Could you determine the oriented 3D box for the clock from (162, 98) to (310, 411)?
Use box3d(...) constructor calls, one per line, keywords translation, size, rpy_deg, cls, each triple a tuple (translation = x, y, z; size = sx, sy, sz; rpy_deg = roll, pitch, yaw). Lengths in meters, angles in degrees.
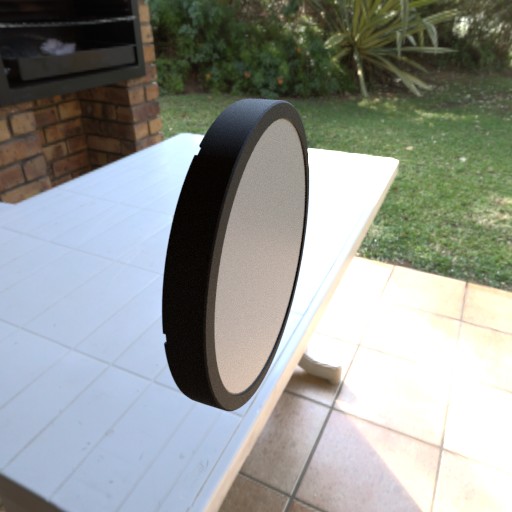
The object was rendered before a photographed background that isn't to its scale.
box3d(translation=(0.000, 0.000, 0.439), size=(0.040, 0.293, 0.293), rpy_deg=(10, 31, 18), cls="clock")
